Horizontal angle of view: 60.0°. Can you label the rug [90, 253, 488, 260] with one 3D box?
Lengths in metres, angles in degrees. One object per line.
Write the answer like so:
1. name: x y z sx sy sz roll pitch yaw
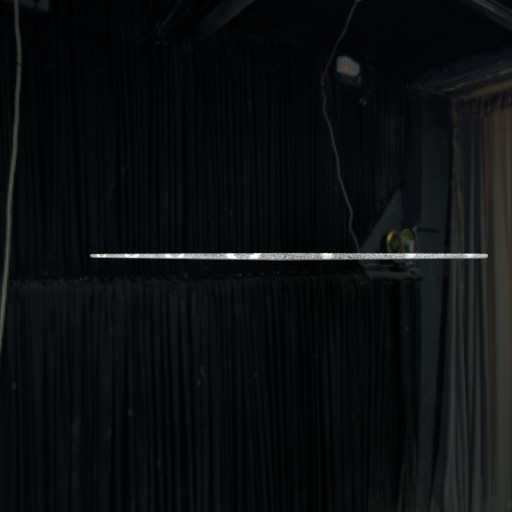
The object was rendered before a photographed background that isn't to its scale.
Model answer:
1. rug: 0.000 0.000 2.971 1.501 0.025 2.348 0 0 -37
